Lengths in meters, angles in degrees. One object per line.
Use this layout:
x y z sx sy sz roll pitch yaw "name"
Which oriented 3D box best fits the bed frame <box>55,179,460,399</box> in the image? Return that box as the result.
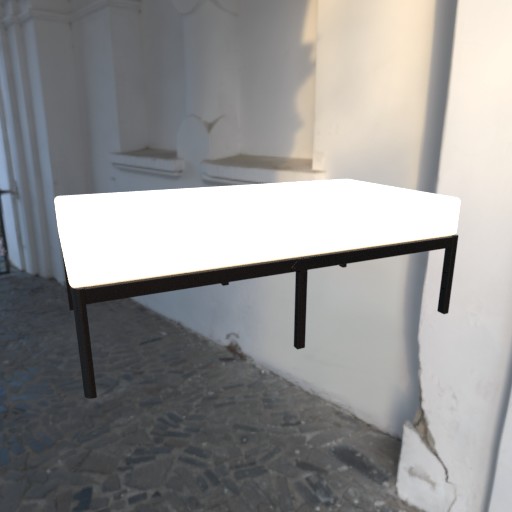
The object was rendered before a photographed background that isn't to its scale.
0.000 0.000 2.461 1.950 0.659 1.023 -8 18 -24 "bed frame"
